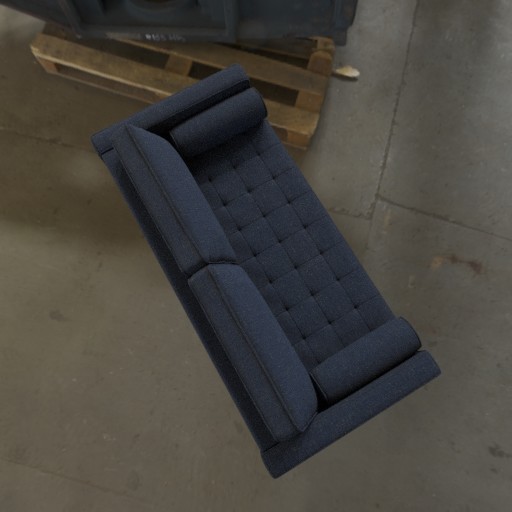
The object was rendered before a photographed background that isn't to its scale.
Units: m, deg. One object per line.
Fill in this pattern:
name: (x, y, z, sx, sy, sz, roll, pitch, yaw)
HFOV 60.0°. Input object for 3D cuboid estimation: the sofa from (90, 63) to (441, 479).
sofa: (0.000, 0.000, 2.315, 0.914, 0.762, 1.880, -29, 78, -7)
